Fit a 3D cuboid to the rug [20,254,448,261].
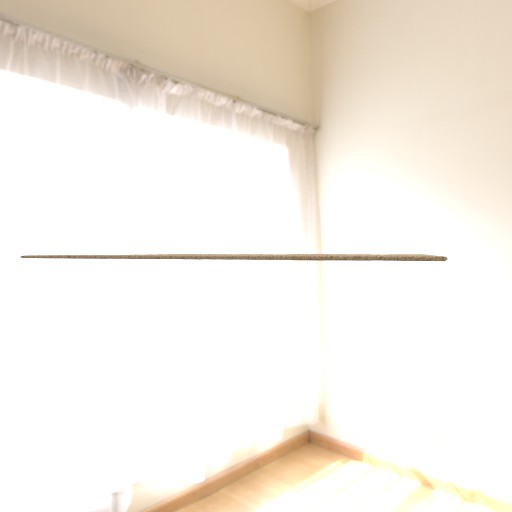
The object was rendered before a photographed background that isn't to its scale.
[{"bbox_3d":[0.000,0.000,4.081,3.047,0.029,2.438,0,1,18],"label":"rug"}]
